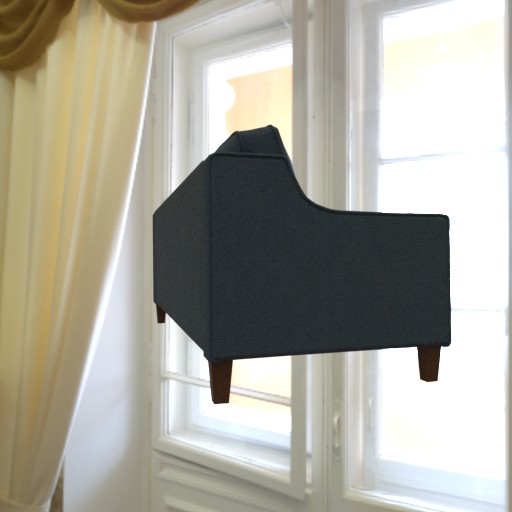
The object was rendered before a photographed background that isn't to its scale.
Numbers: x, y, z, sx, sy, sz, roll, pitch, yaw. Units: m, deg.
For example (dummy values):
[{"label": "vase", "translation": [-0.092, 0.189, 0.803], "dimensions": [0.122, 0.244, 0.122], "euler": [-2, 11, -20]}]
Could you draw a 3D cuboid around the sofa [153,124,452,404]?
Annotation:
[{"label": "sofa", "translation": [0.000, 0.000, 2.734], "dimensions": [1.066, 1.071, 2.178], "euler": [0, 0, -18]}]
